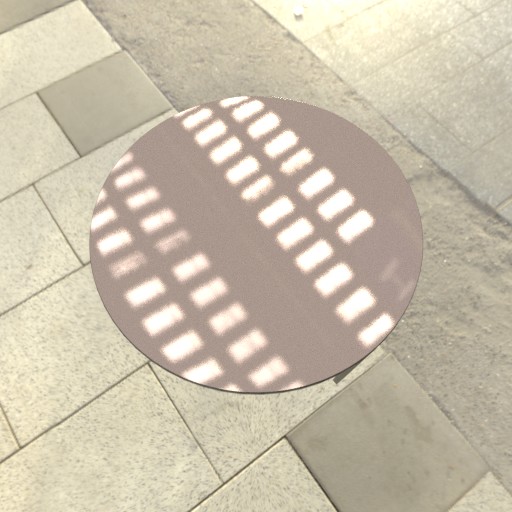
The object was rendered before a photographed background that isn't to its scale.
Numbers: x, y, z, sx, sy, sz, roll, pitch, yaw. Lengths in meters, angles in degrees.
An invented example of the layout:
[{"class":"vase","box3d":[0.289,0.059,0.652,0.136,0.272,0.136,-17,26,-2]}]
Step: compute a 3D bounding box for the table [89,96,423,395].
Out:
[{"class":"table","box3d":[0.000,0.000,1.252,0.800,0.400,0.800,0,65,0]}]
